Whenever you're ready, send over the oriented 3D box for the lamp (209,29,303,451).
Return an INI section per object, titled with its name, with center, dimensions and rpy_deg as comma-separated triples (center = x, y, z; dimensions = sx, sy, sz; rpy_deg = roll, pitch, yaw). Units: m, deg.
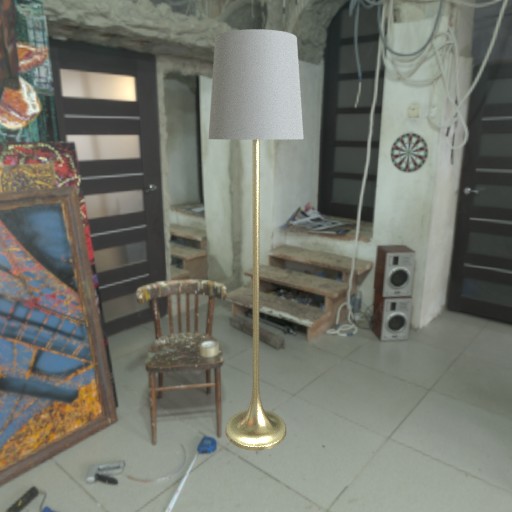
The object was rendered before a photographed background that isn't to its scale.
[lamp]
center = 0.000, 0.000, 1.696
dimensions = 0.337, 1.543, 0.337
rpy_deg = 0, 15, 0
